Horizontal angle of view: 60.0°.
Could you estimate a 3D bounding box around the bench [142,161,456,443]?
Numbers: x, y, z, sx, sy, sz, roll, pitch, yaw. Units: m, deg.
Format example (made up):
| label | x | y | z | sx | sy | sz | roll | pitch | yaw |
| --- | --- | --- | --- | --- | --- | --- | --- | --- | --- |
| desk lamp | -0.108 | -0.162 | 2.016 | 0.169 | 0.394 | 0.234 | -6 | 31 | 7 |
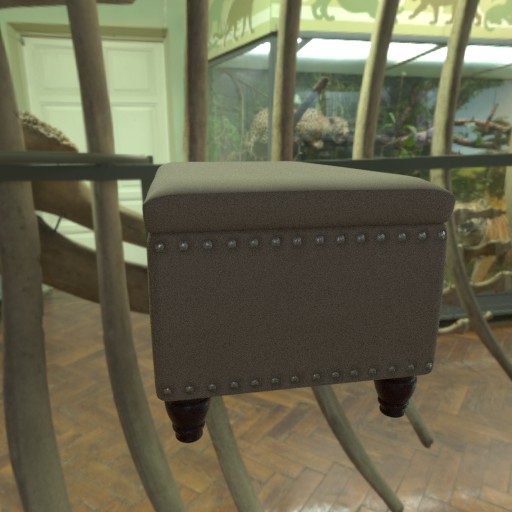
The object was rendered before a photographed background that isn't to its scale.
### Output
| label | x | y | z | sx | sy | sz | roll | pitch | yaw |
| --- | --- | --- | --- | --- | --- | --- | --- | --- | --- |
| bench | 0.000 | 0.000 | 1.141 | 0.500 | 0.449 | 0.887 | -3 | 14 | -11 |
